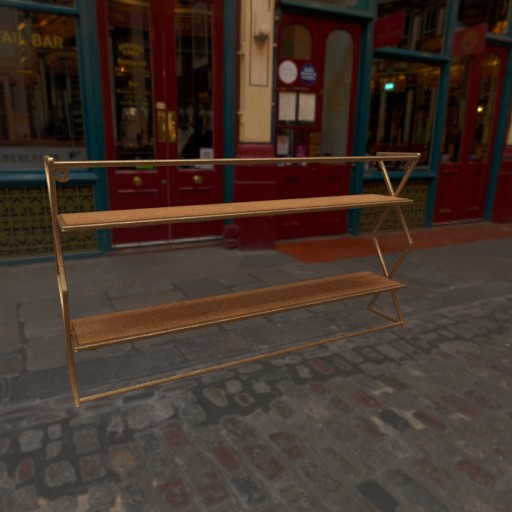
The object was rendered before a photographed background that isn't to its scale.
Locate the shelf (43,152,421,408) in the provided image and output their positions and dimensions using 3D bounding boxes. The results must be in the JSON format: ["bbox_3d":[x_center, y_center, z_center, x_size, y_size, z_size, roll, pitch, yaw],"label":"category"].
[{"bbox_3d":[0.000,0.000,1.006,0.822,0.450,0.150,-7,16,-26],"label":"shelf"}]
